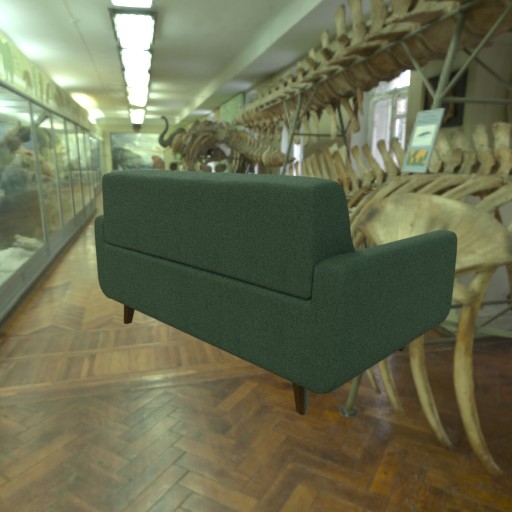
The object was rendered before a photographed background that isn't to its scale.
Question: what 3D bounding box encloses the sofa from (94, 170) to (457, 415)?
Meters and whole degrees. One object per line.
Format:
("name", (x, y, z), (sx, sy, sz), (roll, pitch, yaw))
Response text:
("sofa", (0.000, 0.000, 2.212), (1.631, 0.841, 0.909), (12, 18, 44))
